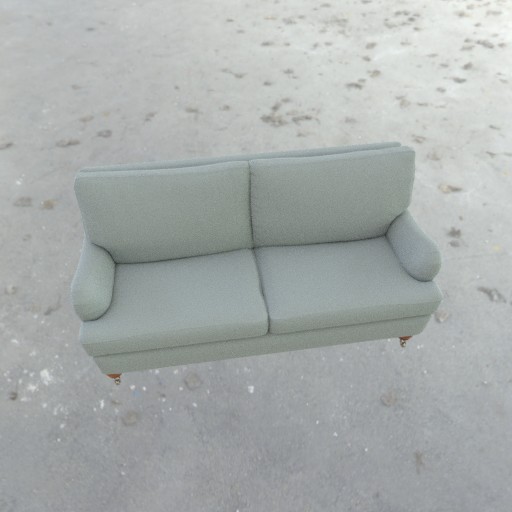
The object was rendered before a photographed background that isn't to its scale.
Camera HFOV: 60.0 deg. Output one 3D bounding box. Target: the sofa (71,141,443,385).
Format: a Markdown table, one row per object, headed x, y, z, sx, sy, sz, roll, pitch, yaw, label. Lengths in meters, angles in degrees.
| x | y | z | sx | sy | sz | roll | pitch | yaw | label |
| --- | --- | --- | --- | --- | --- | --- | --- | --- | --- |
| 0.000 | 0.000 | 2.892 | 2.193 | 1.096 | 1.069 | -6 | 48 | -6 | sofa |
